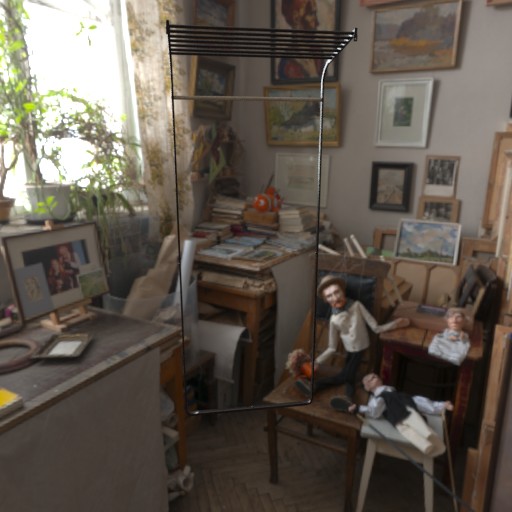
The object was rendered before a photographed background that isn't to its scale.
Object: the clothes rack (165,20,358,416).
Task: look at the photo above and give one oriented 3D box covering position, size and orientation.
[{"bbox_3d":[0.000,0.000,1.736,0.609,1.574,0.349,-2,14,-9],"label":"clothes rack"}]
